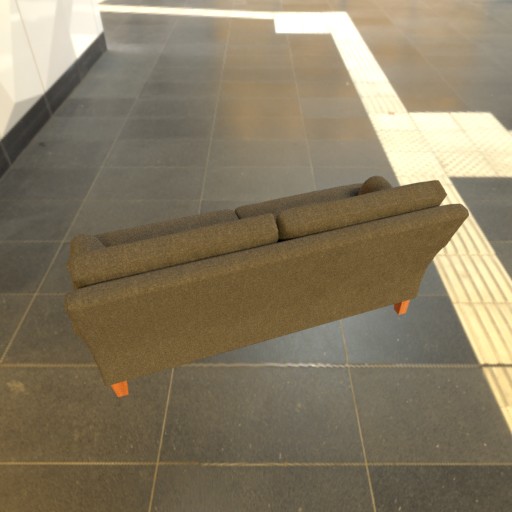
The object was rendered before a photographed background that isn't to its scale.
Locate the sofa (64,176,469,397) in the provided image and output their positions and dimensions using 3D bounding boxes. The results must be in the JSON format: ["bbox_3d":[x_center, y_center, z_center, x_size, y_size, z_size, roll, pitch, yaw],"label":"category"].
[{"bbox_3d":[0.000,0.000,2.806,2.160,1.054,1.087,-13,43,-15],"label":"sofa"}]
